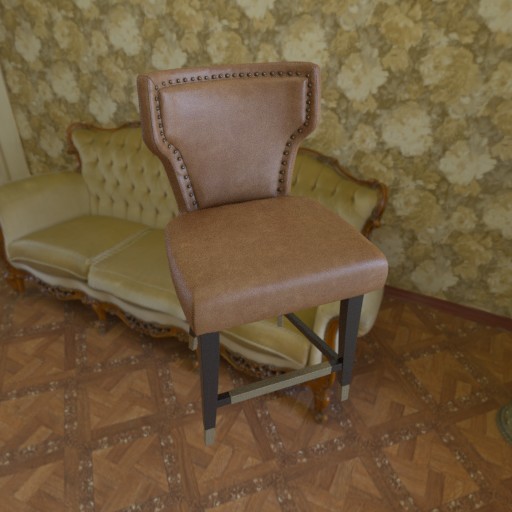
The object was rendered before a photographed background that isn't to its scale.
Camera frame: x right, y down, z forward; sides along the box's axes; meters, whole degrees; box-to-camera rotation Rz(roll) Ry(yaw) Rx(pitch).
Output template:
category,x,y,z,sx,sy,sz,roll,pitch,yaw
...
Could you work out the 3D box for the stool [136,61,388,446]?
category,x,y,z,sx,sy,sz,roll,pitch,yaw
stool,0.000,0.000,1.298,0.526,0.982,0.563,-12,35,-17
